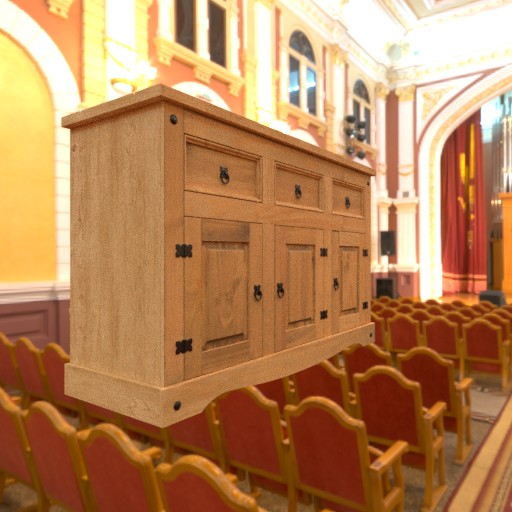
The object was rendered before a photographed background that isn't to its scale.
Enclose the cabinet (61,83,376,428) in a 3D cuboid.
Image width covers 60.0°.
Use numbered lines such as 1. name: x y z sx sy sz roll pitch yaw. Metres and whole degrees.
1. cabinet: 0.000 0.000 1.693 0.432 0.810 1.321 0 0 37
